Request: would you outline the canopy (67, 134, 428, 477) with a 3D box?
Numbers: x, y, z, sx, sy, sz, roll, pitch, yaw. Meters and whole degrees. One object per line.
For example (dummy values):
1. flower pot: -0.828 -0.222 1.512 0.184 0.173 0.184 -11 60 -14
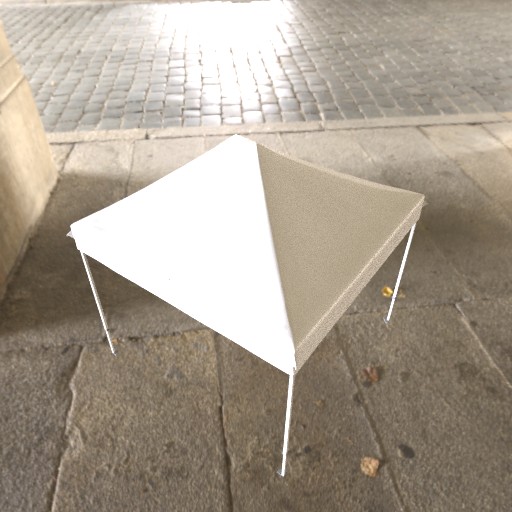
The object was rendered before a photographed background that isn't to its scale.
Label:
1. canopy: 0.000 0.000 5.496 2.994 2.998 2.996 25 46 27
